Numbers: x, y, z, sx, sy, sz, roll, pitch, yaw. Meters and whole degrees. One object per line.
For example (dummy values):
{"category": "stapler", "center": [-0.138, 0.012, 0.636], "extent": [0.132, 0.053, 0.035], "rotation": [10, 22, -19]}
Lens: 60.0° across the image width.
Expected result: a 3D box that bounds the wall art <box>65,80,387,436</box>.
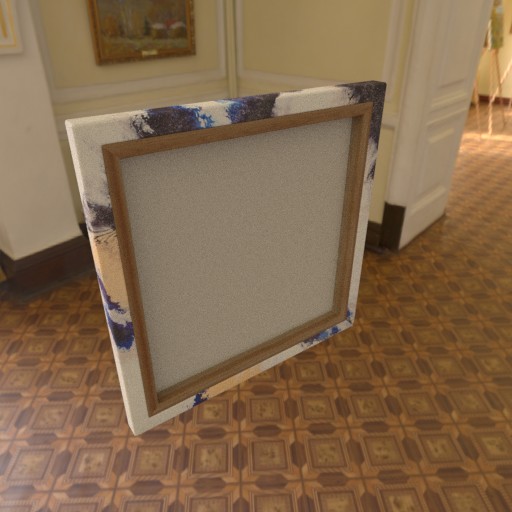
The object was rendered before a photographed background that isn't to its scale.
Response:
{"category": "wall art", "center": [0.000, 0.000, 0.890], "extent": [0.609, 0.609, 0.039], "rotation": [-19, 35, -30]}
